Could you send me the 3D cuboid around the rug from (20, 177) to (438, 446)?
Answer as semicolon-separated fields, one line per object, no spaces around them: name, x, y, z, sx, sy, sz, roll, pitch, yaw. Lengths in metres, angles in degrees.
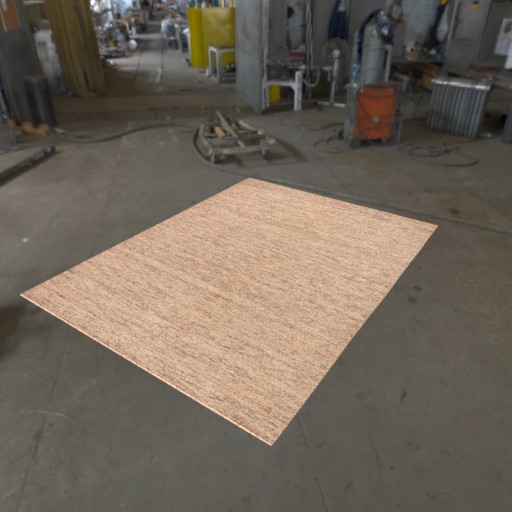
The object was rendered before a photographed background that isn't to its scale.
rug;0.000;0.000;4.136;2.448;0.013;3.205;20;36;29
